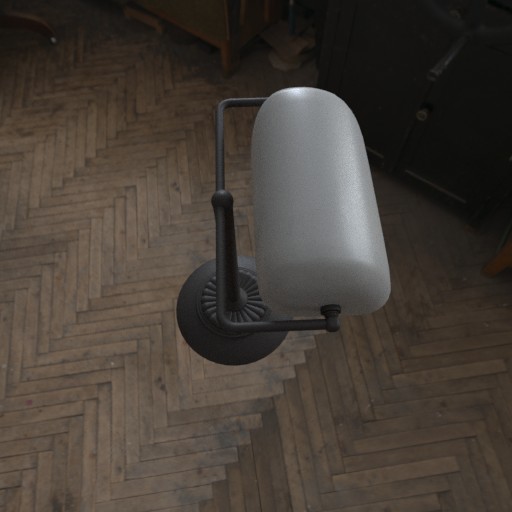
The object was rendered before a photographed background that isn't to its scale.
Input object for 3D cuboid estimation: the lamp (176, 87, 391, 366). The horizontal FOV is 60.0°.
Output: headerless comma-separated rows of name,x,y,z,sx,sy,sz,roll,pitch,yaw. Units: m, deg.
lamp,0.000,0.000,0.526,0.243,0.339,0.264,-2,63,-1
